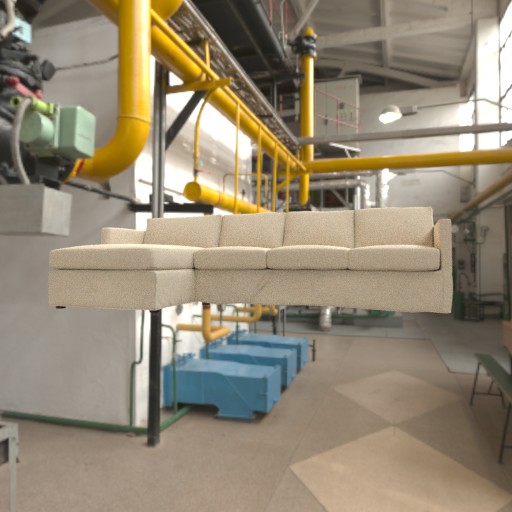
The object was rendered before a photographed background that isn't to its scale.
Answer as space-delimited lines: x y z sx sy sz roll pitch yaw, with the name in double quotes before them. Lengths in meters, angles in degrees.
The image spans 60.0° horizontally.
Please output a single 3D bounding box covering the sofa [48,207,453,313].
"sofa" 0.000 0.000 3.952 3.205 0.922 1.650 0 0 18
